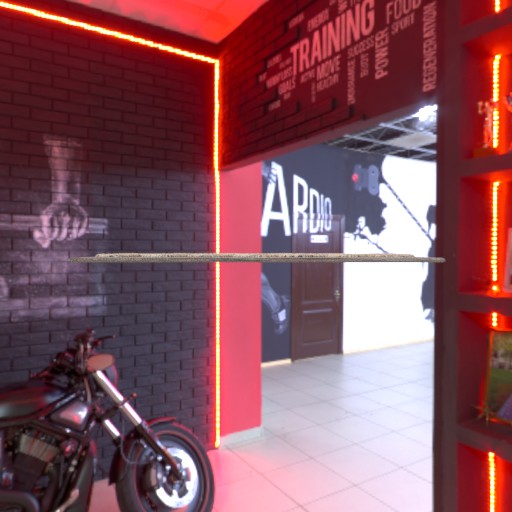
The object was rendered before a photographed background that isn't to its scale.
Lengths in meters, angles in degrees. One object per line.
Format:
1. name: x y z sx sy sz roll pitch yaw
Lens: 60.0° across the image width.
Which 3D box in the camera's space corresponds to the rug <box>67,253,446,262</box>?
1. rug: 0.000 0.000 2.330 1.222 0.030 1.823 0 0 0
